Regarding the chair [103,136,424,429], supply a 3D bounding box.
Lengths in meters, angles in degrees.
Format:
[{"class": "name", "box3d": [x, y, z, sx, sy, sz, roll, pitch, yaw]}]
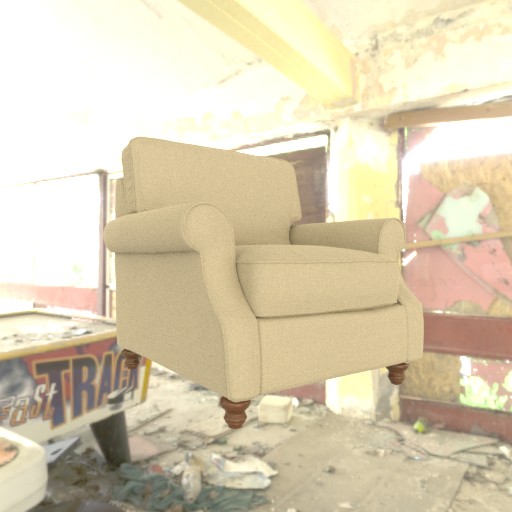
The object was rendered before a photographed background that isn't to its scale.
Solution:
[{"class": "chair", "box3d": [0.000, 0.000, 1.778, 1.029, 0.967, 0.966, 0, 0, -36]}]
